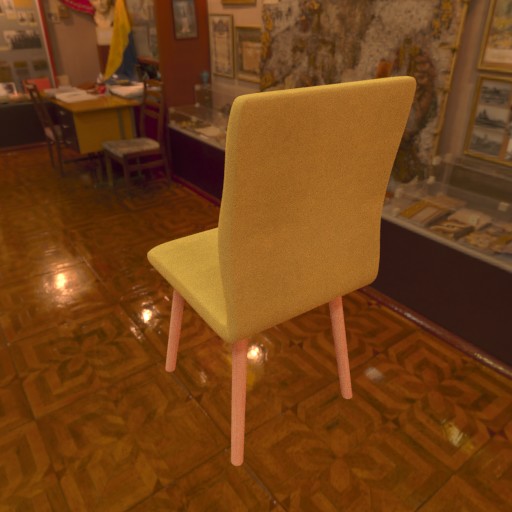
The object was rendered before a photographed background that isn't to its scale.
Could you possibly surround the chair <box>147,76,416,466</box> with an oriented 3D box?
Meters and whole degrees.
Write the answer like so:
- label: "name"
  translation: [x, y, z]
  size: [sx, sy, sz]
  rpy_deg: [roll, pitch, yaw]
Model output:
- label: "chair"
  translation: [0.000, 0.000, 1.240]
  size: [0.450, 0.965, 0.550]
  rpy_deg: [-19, 34, -29]
